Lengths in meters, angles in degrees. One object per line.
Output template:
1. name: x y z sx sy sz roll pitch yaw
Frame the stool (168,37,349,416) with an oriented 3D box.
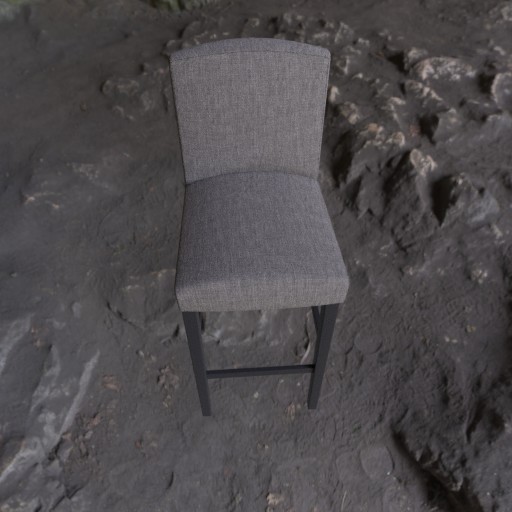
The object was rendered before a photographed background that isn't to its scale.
1. stool: 0.000 0.000 1.408 0.451 1.138 0.552 -3 45 -3
